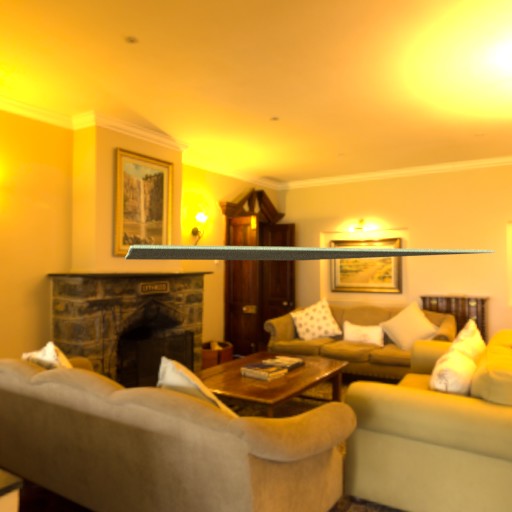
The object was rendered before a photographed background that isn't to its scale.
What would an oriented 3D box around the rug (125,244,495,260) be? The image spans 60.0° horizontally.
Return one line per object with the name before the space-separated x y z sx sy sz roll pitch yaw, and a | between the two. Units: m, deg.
rug | 0.000 0.000 2.826 1.589 0.014 2.205 0 -2 -17
